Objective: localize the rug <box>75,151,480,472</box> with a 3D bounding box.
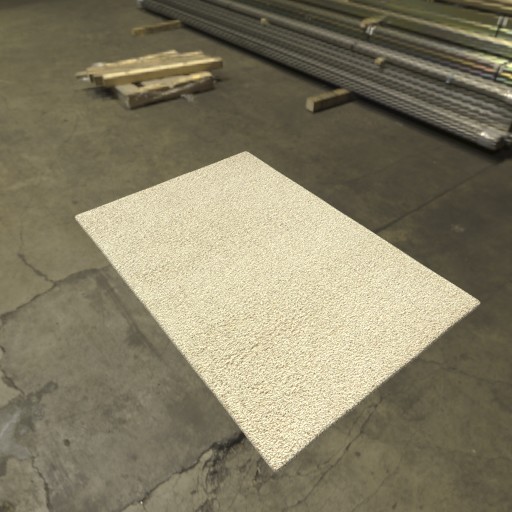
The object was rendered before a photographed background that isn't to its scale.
[{"bbox_3d":[0.000,0.000,2.262,1.219,0.030,1.778,-27,49,-27],"label":"rug"}]
